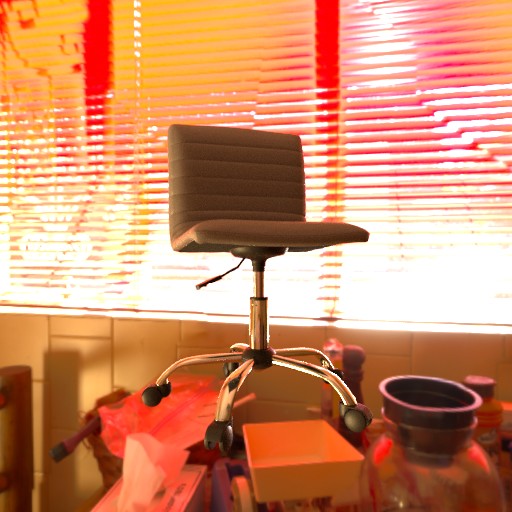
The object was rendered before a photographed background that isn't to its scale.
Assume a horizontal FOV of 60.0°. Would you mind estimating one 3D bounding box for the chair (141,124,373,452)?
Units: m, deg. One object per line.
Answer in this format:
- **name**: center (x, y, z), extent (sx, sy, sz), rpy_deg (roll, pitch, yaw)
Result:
- **chair**: center (0.000, 0.000, 1.139), extent (0.569, 0.750, 0.542), rpy_deg (0, 1, -18)
